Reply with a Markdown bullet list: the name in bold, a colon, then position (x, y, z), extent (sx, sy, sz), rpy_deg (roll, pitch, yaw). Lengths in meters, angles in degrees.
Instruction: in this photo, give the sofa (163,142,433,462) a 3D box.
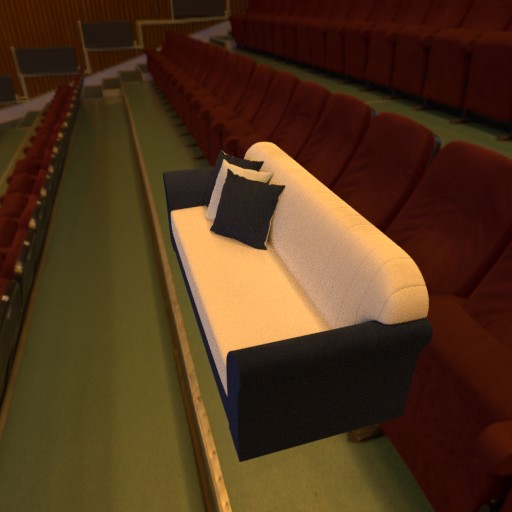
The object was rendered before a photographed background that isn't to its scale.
- **sofa**: position (0.000, 0.000, 2.447), extent (0.749, 0.789, 2.006), rpy_deg (-9, 32, -15)
